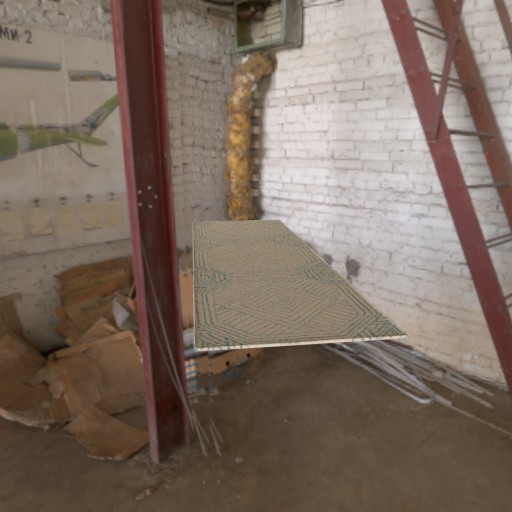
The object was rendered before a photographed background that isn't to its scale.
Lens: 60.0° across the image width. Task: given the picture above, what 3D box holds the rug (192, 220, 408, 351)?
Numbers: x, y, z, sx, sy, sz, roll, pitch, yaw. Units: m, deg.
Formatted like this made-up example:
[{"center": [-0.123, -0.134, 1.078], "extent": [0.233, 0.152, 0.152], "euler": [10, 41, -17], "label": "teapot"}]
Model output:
[{"center": [0.000, 0.000, 2.724], "extent": [0.775, 0.012, 2.452], "euler": [-2, 15, -8], "label": "rug"}]
